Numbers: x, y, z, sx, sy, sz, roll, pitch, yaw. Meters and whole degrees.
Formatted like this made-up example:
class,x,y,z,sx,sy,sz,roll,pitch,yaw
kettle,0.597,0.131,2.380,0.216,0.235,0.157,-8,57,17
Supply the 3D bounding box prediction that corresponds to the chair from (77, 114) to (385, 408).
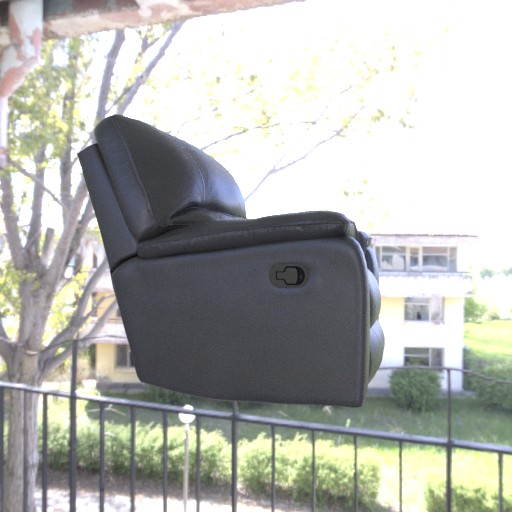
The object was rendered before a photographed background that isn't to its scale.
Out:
class,x,y,z,sx,sy,sz,roll,pitch,yaw
chair,0.000,0.000,1.960,1.087,1.109,1.096,0,-1,17
